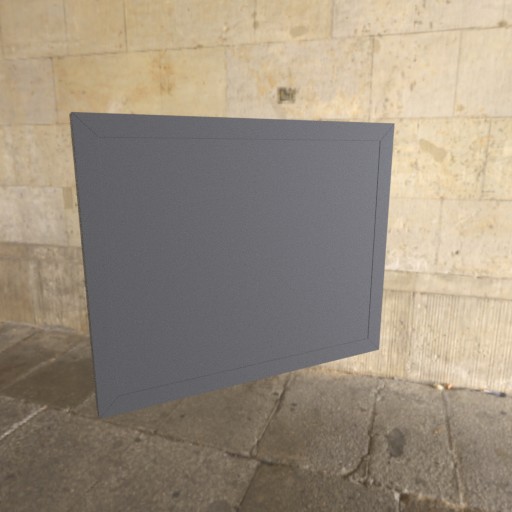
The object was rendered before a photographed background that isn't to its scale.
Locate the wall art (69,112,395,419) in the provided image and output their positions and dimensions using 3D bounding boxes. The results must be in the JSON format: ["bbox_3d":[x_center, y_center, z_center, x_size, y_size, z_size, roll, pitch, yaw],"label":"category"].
[{"bbox_3d":[0.000,0.000,0.557,0.404,0.329,0.024,-6,15,-26],"label":"wall art"}]
